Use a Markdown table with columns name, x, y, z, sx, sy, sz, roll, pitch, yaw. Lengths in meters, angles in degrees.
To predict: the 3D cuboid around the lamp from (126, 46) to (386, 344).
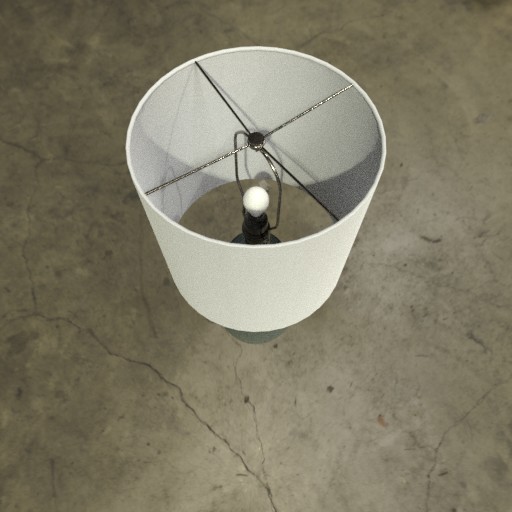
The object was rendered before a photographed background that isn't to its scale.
| name | x | y | z | sx | sy | sz | roll | pitch | yaw |
| --- | --- | --- | --- | --- | --- | --- | --- | --- | --- |
| lamp | 0.000 | 0.000 | 0.573 | 0.217 | 0.453 | 0.217 | -32 | 67 | -15 |
